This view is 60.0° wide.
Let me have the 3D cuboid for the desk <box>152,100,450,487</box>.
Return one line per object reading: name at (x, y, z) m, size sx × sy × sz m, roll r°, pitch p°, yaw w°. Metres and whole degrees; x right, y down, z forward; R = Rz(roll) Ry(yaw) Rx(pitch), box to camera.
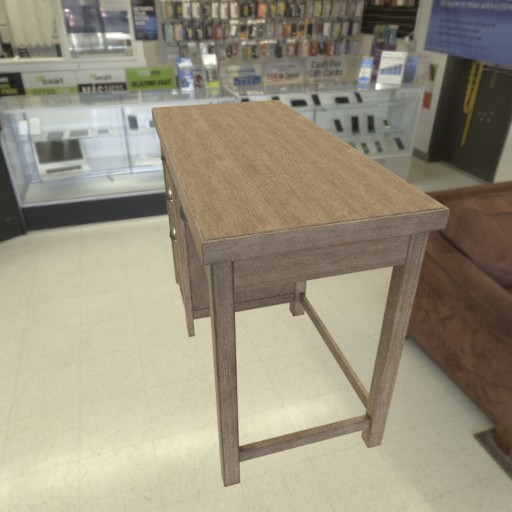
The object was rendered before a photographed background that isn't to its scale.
desk at (0.000, 0.000, 1.761) m, size 0.610 × 0.912 × 1.289 m, roll -8°, pitch 32°, yaw -14°
